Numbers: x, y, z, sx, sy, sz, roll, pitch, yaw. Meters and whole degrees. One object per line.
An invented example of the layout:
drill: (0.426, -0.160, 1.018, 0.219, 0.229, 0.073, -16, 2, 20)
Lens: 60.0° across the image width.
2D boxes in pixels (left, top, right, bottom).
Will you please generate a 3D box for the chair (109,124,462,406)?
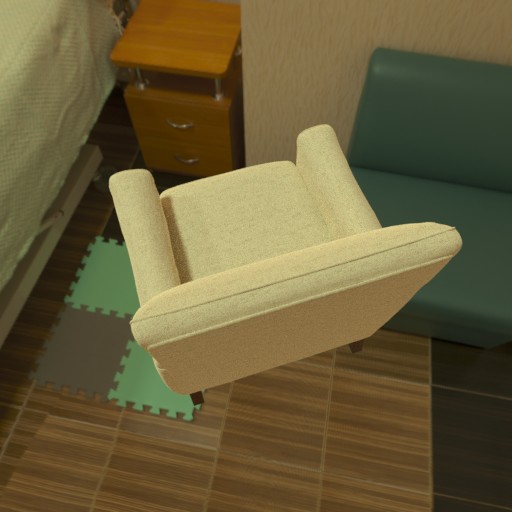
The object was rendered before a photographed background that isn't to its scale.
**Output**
chair: (0.000, 0.000, 1.596, 0.870, 0.943, 0.823, -16, 60, -9)
